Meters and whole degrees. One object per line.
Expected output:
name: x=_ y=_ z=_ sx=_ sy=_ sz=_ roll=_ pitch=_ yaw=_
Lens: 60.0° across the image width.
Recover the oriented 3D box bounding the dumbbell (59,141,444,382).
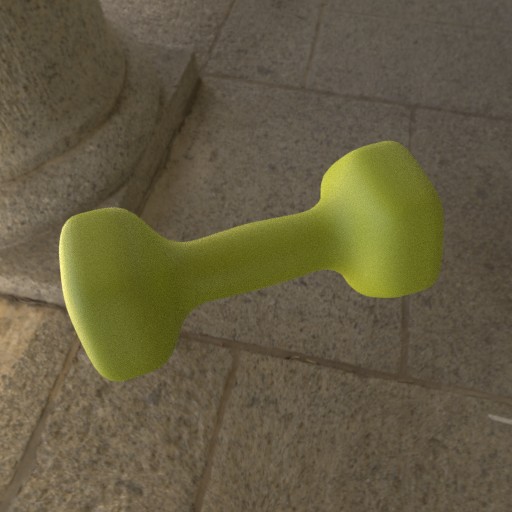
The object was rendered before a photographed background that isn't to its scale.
dumbbell: x=0.000 y=0.000 z=0.207 sx=0.164 sy=0.072 sz=0.080 roll=-15 pitch=59 yaw=-9
